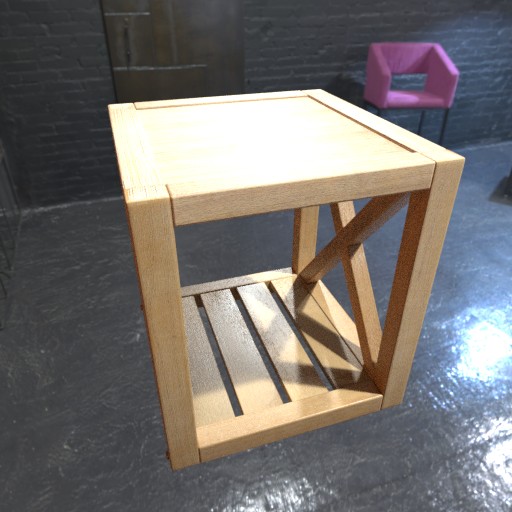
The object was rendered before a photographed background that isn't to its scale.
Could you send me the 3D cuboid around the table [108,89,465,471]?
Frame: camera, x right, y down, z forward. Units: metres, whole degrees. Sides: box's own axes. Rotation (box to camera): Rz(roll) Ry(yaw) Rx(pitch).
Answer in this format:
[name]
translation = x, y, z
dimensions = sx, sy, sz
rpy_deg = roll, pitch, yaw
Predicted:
[table]
translation = 0.000, 0.000, 1.043
dimensions = 0.558, 0.610, 0.559
rpy_deg = -10, 34, -15
